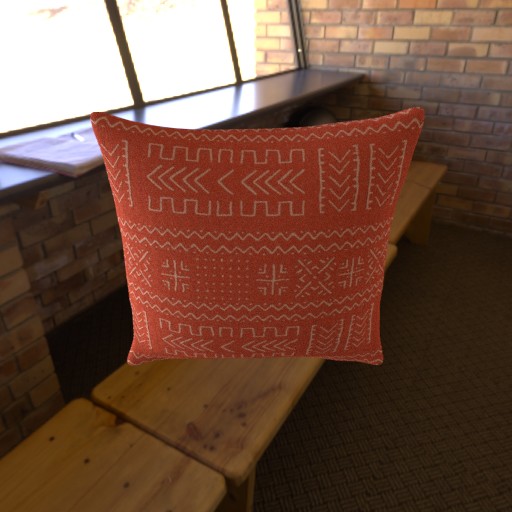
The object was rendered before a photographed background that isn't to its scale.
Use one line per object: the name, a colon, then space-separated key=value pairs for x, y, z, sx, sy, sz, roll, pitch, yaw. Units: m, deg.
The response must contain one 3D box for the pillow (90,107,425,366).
pillow: x=0.000 y=0.000 z=0.667 sx=0.438 sy=0.429 sz=0.164 roll=0 pitch=29 yaw=-1
